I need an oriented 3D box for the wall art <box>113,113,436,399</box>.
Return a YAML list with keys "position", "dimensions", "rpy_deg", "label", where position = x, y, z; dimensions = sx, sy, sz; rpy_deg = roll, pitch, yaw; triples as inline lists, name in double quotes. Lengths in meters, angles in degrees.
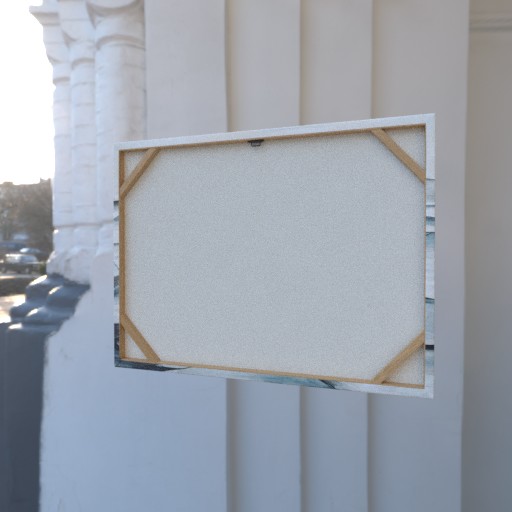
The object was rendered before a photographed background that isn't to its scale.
- position: [0.000, 0.000, 1.630]
  dimensions: [1.219, 0.915, 0.039]
  rpy_deg: [0, 1, 19]
  label: "wall art"
